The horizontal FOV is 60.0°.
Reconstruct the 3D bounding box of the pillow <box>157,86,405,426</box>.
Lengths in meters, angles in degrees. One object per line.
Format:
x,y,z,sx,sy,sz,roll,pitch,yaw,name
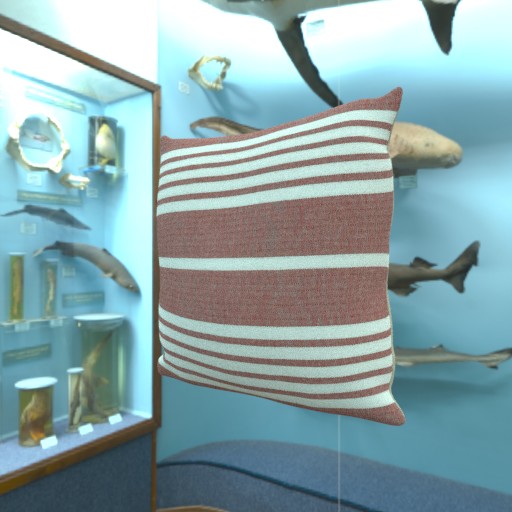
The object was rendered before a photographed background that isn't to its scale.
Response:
0.000,0.000,0.666,0.439,0.427,0.182,0,0,36,pillow
